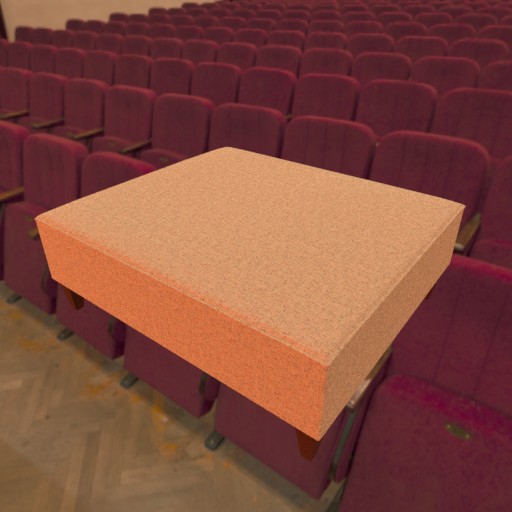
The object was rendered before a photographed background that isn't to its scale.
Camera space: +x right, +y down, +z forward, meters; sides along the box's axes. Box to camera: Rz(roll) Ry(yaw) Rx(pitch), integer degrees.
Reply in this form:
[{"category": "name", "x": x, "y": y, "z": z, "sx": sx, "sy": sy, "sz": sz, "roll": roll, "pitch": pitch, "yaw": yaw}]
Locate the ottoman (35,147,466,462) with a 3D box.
[{"category": "ottoman", "x": 0.000, "y": 0.000, "z": 1.203, "sx": 0.835, "sy": 0.303, "sz": 0.736, "roll": 22, "pitch": 37, "yaw": 31}]
